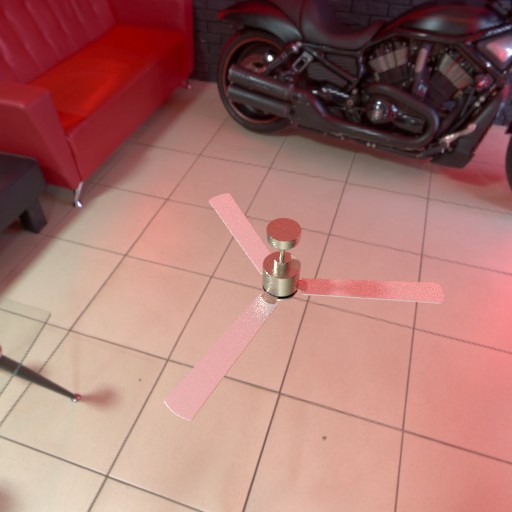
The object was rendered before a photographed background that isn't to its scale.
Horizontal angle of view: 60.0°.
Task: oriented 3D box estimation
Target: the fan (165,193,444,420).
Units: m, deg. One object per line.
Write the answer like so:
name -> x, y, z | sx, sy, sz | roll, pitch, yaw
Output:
fan -> 0.000, 0.000, 2.365 | 1.561, 0.446, 1.531 | -30, 53, -26
